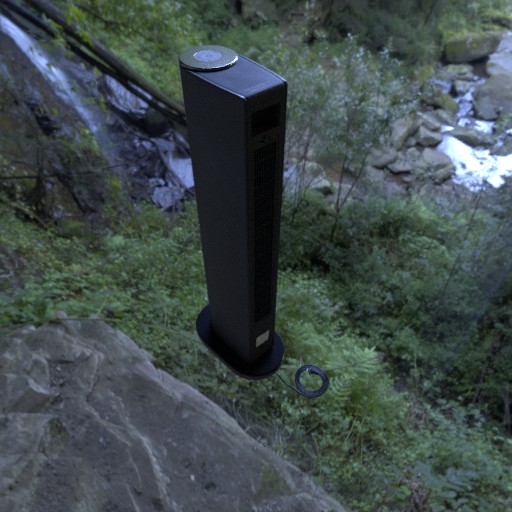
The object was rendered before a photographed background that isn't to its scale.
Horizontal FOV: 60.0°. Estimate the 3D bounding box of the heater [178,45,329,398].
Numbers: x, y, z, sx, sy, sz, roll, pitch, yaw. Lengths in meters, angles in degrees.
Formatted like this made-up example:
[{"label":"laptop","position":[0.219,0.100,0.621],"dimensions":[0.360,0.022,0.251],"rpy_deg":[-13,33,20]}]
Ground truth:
[{"label":"heater","position":[0.000,0.000,1.054],"dimensions":[0.214,0.856,0.458],"rpy_deg":[-31,53,-27]}]
